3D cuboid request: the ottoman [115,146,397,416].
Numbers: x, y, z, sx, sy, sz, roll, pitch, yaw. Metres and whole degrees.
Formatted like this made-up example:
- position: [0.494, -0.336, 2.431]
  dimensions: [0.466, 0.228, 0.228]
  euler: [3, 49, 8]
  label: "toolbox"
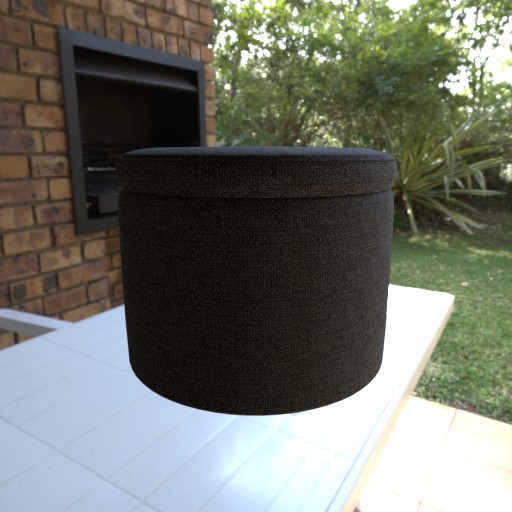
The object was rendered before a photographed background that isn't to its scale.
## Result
- position: [0.000, 0.000, 0.892]
  dimensions: [0.520, 0.430, 0.520]
  euler: [0, 13, 0]
  label: "ottoman"
